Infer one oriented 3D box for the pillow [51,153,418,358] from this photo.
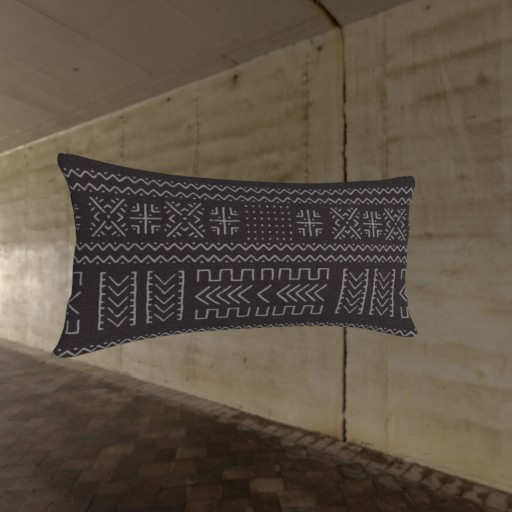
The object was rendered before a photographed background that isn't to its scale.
[{"bbox_3d":[0.000,0.000,0.793,0.667,0.322,0.135,0,0,-17],"label":"pillow"}]
